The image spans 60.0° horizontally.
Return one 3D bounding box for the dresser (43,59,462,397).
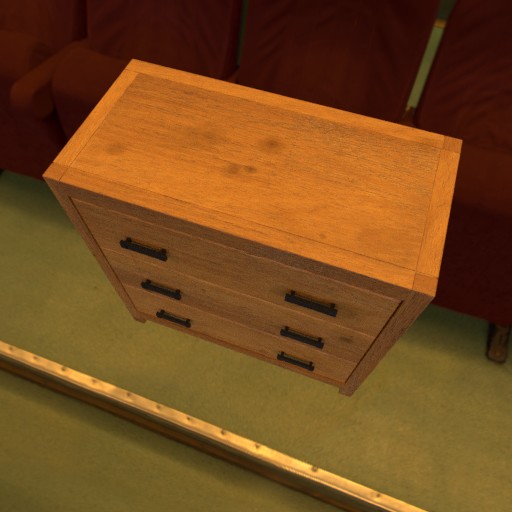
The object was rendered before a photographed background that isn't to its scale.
[{"bbox_3d":[0.000,0.000,1.281,0.804,0.804,0.427,17,62,10],"label":"dresser"}]
